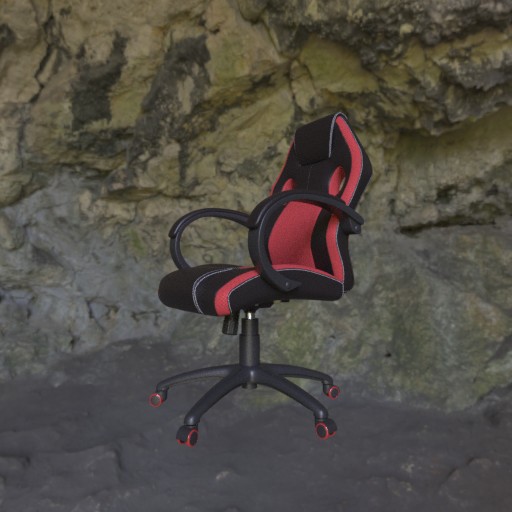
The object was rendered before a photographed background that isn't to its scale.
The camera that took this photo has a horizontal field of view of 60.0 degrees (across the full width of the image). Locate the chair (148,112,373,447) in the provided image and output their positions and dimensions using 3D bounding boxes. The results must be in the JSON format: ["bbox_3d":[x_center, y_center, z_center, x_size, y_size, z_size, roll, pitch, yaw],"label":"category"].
[{"bbox_3d":[0.000,0.000,1.711,0.783,1.189,0.750,0,-1,-34],"label":"chair"}]
